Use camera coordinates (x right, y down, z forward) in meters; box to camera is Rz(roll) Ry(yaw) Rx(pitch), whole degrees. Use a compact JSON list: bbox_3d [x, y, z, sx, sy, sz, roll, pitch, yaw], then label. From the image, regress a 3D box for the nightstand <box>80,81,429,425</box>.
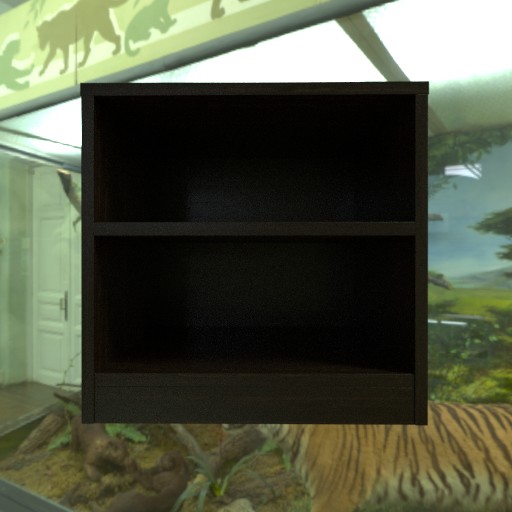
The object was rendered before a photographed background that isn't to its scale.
[{"bbox_3d":[0.000,0.000,0.833,0.489,0.487,0.427,0,0,1],"label":"nightstand"}]
